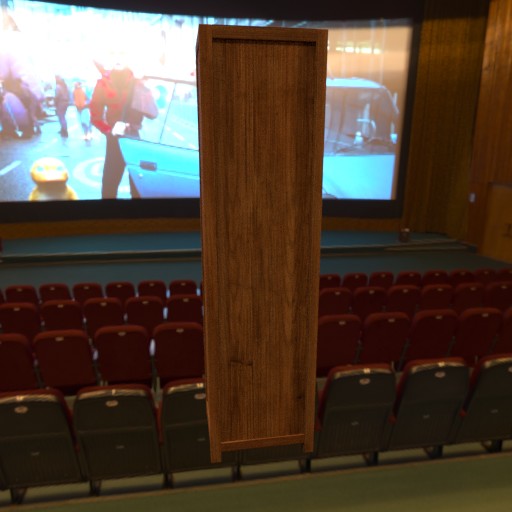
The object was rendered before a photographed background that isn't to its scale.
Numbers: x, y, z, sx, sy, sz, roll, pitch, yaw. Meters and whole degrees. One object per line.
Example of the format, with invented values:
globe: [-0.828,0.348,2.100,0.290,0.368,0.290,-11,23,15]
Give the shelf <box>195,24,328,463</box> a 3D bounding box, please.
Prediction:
shelf: [0.000,0.000,2.115,0.500,1.900,0.428,-2,14,-9]
